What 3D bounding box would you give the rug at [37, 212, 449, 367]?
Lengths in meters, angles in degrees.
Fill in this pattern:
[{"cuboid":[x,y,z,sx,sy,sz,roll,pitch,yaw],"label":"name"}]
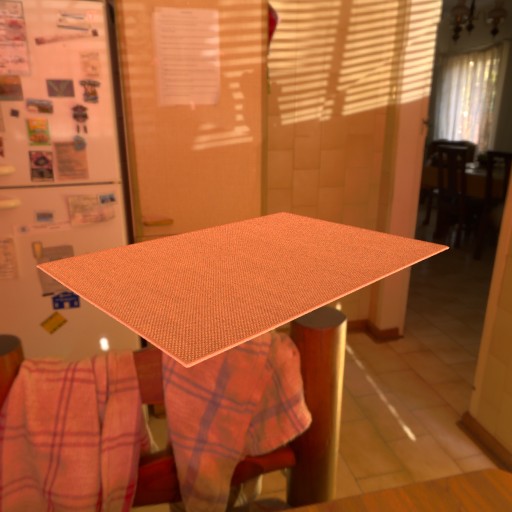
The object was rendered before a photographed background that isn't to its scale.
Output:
[{"cuboid":[0.000,0.000,2.786,2.134,0.013,1.524,-16,24,-41],"label":"rug"}]
